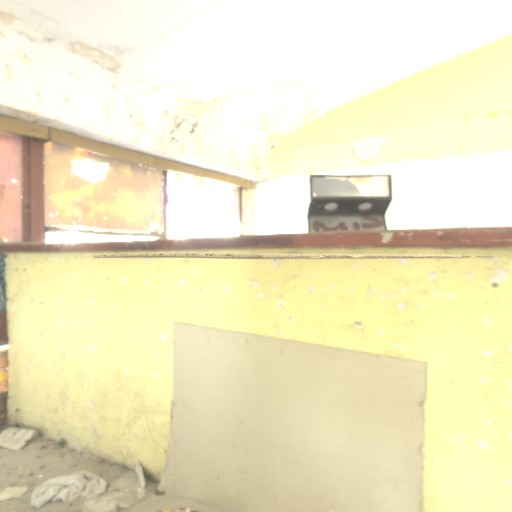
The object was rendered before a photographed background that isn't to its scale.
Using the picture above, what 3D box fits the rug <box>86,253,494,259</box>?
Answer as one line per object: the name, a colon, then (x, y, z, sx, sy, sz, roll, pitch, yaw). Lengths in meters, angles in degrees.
rug: (0.000, 0.000, 3.200, 1.664, 0.029, 2.615, 0, 0, -37)
